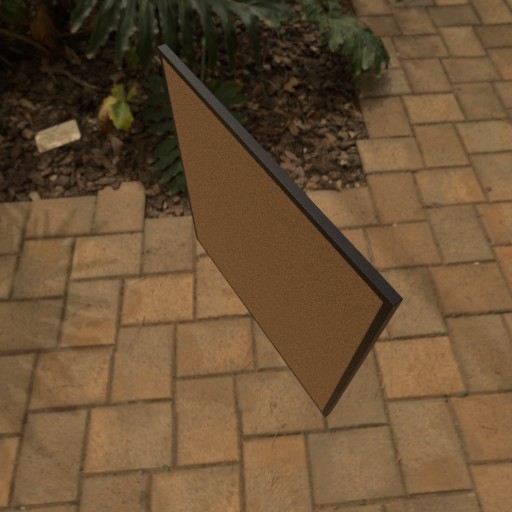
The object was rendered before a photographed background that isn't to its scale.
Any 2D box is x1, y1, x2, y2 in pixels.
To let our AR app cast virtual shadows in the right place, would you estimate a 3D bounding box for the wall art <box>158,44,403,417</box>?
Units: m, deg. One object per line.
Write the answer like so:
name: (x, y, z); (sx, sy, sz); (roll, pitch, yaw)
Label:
wall art: (0.000, 0.000, 0.688); (0.012, 0.458, 0.457); (-30, 63, -17)
